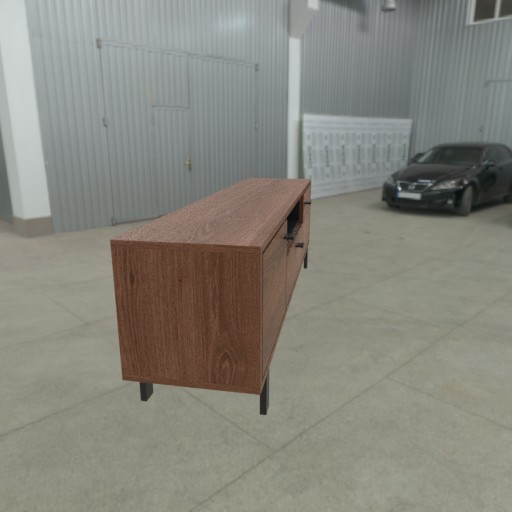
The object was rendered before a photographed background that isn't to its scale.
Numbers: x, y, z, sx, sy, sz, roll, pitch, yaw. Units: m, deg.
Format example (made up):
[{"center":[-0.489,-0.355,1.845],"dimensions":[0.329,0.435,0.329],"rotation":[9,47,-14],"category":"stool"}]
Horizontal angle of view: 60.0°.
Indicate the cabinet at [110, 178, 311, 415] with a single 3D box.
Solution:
[{"center":[0.000,0.000,1.876],"dimensions":[0.400,0.500,1.650],"rotation":[3,15,10],"category":"cabinet"}]
